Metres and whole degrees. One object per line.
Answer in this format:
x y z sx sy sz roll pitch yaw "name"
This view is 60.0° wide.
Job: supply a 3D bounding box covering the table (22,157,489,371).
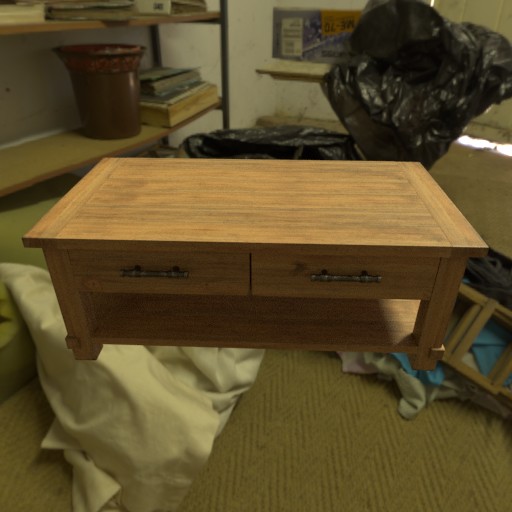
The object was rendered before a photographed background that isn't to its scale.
0.000 0.000 1.614 1.270 0.494 0.693 1 31 2 "table"
